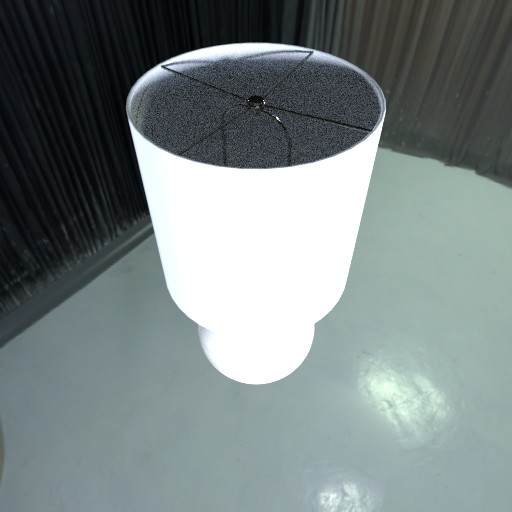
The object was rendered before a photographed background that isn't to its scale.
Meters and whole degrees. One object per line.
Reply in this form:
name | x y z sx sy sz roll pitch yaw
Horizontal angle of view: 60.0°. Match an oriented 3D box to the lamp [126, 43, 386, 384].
lamp | 0.000 0.000 0.524 0.217 0.404 0.217 25 52 21
